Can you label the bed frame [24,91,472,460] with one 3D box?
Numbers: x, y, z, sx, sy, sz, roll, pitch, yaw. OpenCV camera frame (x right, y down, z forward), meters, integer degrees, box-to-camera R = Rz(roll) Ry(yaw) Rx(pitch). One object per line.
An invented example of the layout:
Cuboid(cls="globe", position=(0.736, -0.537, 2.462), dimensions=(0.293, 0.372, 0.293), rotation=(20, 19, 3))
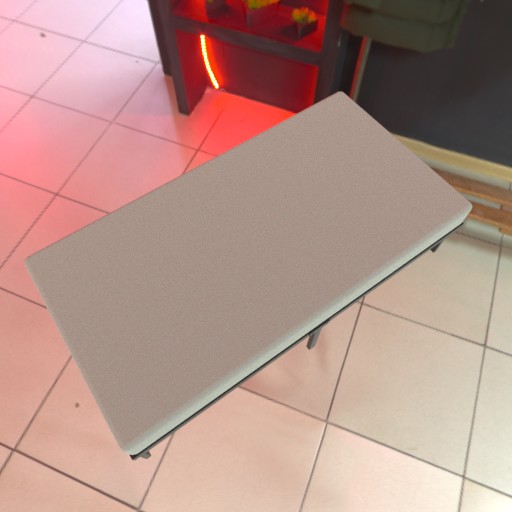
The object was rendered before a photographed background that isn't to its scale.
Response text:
Cuboid(cls="bed frame", position=(0.000, 0.000, 3.134), dimensions=(2.635, 0.680, 1.393), rotation=(-32, 66, -16))
